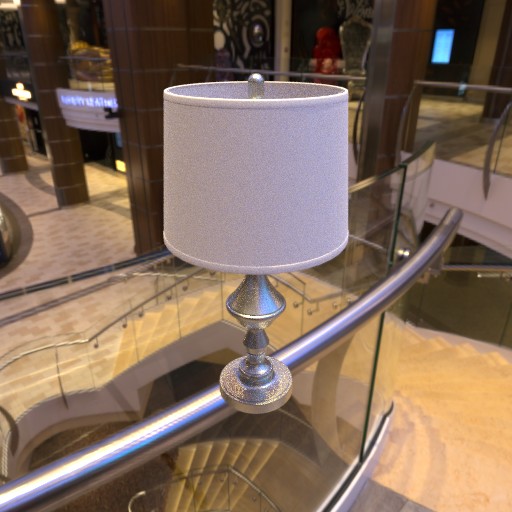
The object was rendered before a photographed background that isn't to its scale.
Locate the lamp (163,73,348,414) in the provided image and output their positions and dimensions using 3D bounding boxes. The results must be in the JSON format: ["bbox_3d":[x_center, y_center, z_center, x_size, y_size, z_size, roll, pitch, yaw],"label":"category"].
[{"bbox_3d":[0.000,0.000,0.961,0.383,0.733,0.383,0,26,0],"label":"lamp"}]
